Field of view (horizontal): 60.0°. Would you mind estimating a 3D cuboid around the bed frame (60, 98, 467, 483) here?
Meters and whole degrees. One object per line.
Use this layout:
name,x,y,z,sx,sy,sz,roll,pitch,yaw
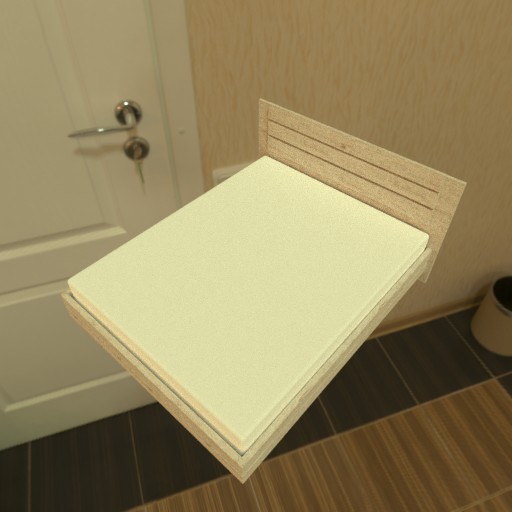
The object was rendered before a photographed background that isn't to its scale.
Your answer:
bed frame,0.000,0.000,3.023,1.750,0.970,2.080,32,54,28
